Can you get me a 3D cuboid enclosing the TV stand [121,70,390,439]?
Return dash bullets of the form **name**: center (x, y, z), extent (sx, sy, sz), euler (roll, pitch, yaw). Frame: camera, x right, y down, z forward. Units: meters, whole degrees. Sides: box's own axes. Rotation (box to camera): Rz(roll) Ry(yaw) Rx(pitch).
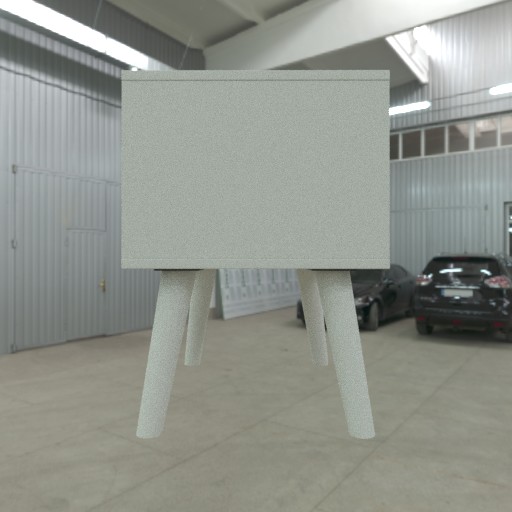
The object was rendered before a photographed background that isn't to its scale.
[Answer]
- **TV stand**: center (0.000, 0.000, 0.921), extent (0.405, 0.559, 0.508), euler (0, 0, 0)
